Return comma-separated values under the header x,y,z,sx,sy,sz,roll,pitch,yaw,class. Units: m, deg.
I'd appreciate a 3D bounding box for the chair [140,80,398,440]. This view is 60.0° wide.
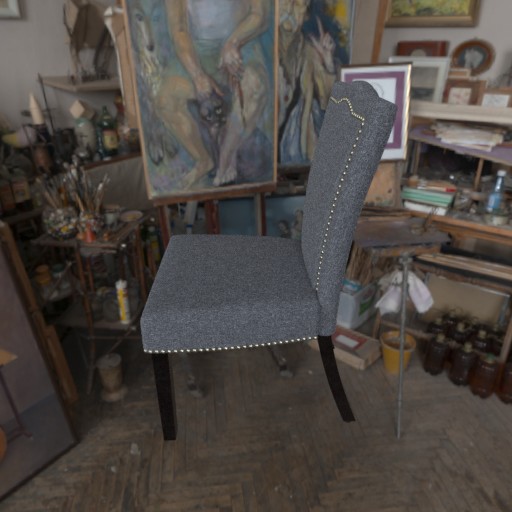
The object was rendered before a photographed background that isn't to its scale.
x,y,z,sx,sy,sz,roll,pitch,yaw,class
0.000,0.000,1.282,0.589,0.946,0.518,-1,26,-1,chair
